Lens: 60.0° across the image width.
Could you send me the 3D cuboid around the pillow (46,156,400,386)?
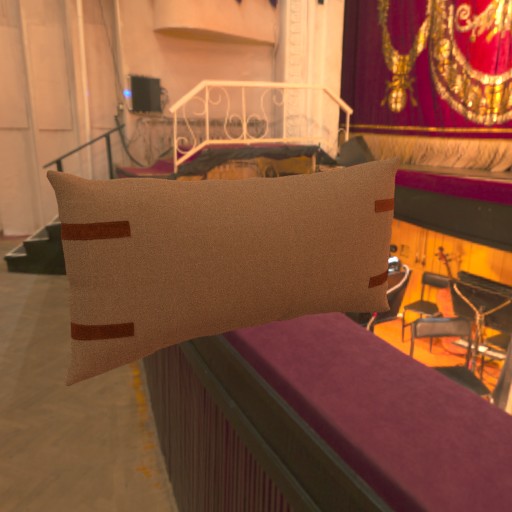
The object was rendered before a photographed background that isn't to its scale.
[{"bbox_3d":[0.000,0.000,0.727,0.612,0.308,0.148,-8,17,-26],"label":"pillow"}]
